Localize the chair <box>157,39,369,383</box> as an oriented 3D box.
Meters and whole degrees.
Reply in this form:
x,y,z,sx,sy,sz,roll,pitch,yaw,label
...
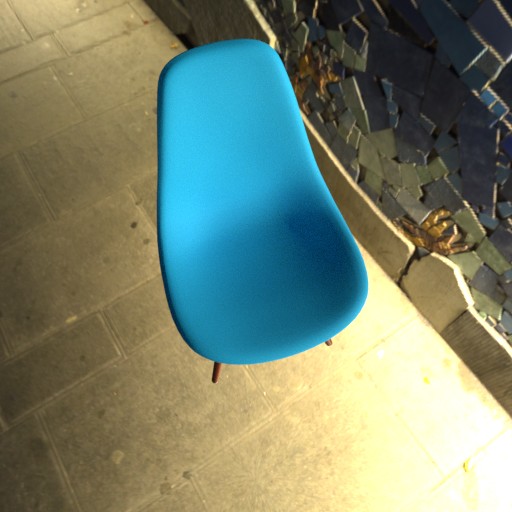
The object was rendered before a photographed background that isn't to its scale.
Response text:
x,y,z,sx,sy,sz,roll,pitch,yaw,label
0.000,0.000,1.107,0.470,0.826,0.533,-17,64,-8,chair
